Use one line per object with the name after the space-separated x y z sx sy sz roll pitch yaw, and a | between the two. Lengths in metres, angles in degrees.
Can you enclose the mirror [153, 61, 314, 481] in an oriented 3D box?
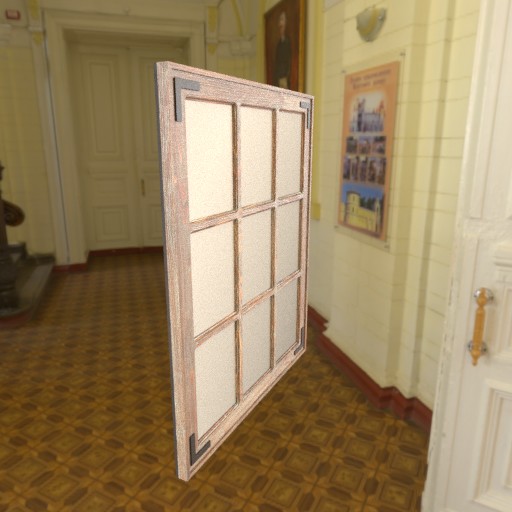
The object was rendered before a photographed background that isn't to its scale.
0.000 0.000 1.210 0.032 0.882 0.730 8 17 27 | mirror
